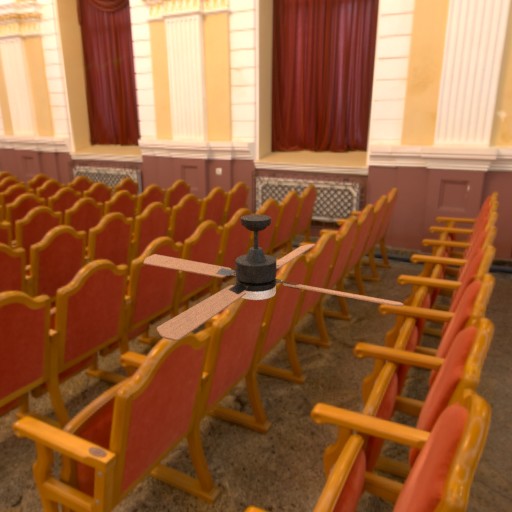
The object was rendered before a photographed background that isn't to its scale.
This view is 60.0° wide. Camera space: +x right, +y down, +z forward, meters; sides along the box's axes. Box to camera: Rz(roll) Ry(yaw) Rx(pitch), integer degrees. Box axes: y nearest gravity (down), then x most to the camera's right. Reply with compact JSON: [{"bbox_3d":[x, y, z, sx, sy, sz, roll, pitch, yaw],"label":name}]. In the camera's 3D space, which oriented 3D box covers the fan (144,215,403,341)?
[{"bbox_3d":[0.000,0.000,2.018,1.320,0.355,1.320,9,19,27],"label":"fan"}]
